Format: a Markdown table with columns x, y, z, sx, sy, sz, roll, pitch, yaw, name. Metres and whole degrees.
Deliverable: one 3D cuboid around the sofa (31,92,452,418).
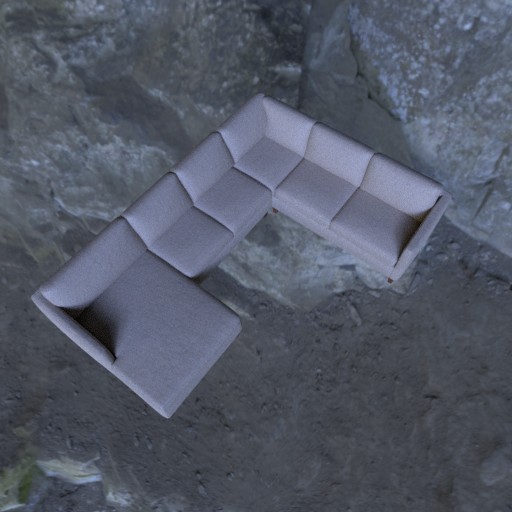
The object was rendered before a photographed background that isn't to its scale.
| x | y | z | sx | sy | sz | roll | pitch | yaw | name |
| --- | --- | --- | --- | --- | --- | --- | --- | --- | --- |
| 0.000 | 0.000 | 4.446 | 2.551 | 0.889 | 3.403 | 33 | 65 | 18 | sofa |
